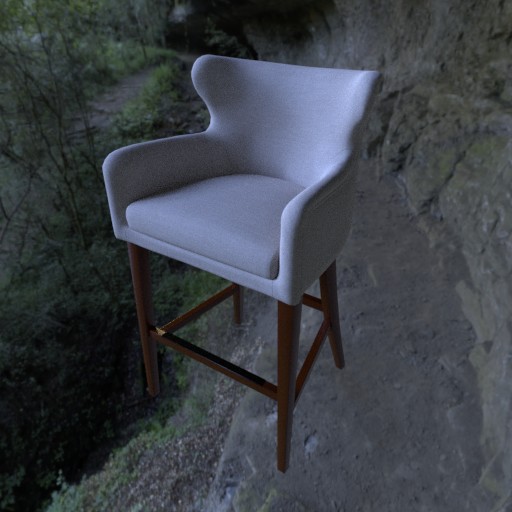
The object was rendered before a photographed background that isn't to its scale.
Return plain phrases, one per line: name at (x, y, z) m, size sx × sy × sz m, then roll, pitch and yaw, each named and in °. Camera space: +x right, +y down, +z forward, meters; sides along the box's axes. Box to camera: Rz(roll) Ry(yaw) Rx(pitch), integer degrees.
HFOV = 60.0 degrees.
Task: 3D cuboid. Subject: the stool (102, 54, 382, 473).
stool at (0.000, 0.000, 1.313) m, size 0.556 × 1.034 × 0.563 m, roll 19°, pitch 36°, yaw 28°
